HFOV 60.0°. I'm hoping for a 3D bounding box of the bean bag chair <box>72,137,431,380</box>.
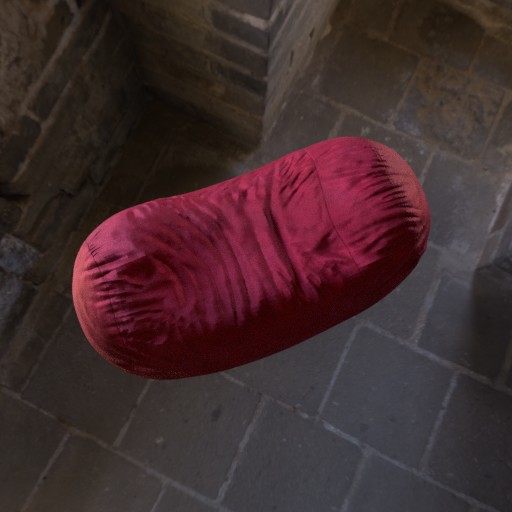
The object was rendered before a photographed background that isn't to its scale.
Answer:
[{"bbox_3d":[0.000,0.000,2.828,2.293,0.867,1.216,-20,76,-5],"label":"bean bag chair"}]
